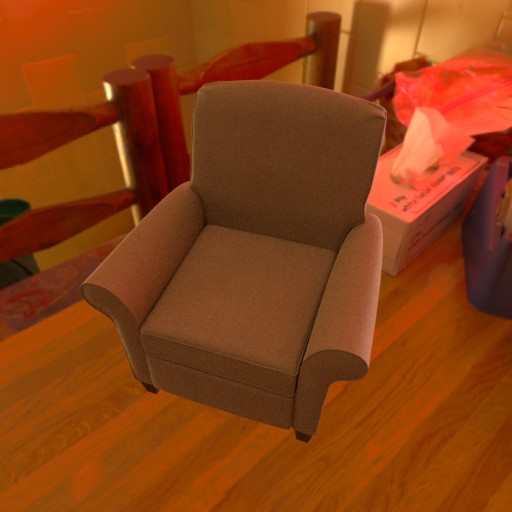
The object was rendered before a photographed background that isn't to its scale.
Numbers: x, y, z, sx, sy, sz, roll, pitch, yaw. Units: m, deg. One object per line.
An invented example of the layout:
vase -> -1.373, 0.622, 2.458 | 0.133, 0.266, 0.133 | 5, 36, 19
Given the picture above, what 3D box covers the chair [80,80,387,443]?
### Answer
chair -> 0.000, 0.000, 1.743 | 0.978, 1.061, 0.905 | 13, 44, 14
